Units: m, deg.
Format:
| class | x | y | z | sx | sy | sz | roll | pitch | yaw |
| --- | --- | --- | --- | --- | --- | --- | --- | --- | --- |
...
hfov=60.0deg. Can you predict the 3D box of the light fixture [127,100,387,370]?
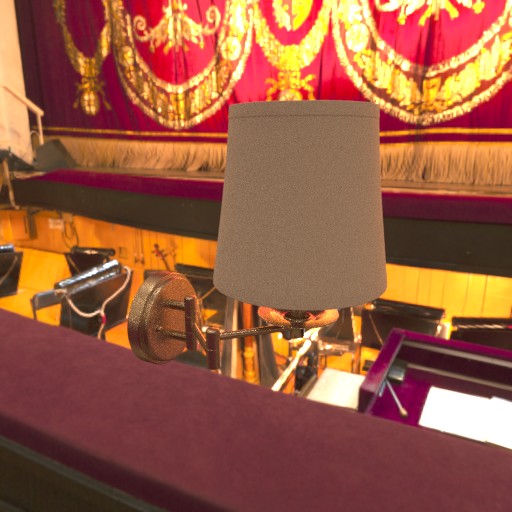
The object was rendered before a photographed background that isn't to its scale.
| class | x | y | z | sx | sy | sz | roll | pitch | yaw |
| --- | --- | --- | --- | --- | --- | --- | --- | --- | --- |
| light fixture | 0.000 | 0.000 | 0.601 | 0.348 | 0.381 | 0.223 | 7 | 16 | 25 |
